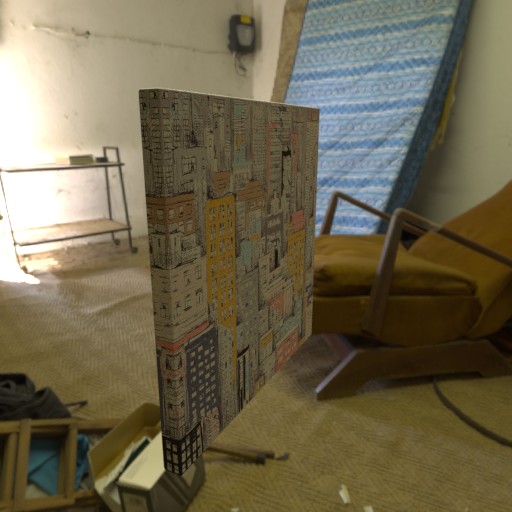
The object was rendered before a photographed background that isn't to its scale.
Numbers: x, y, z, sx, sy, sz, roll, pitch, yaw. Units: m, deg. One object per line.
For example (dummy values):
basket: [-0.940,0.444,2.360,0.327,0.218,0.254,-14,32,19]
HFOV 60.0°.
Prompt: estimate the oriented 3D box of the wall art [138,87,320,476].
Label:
wall art: [0.000,0.000,0.920,0.038,0.608,0.607,8,18,27]
